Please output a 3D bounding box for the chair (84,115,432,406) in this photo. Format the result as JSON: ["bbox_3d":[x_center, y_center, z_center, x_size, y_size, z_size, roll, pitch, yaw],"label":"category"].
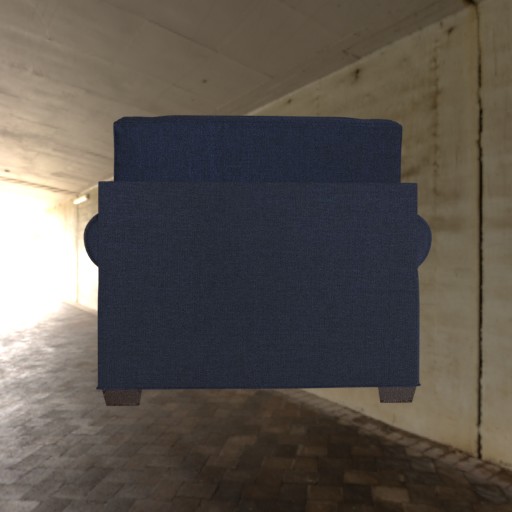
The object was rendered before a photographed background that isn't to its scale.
[{"bbox_3d":[0.000,0.000,2.009,1.285,1.044,0.963,0,0,-2],"label":"chair"}]
